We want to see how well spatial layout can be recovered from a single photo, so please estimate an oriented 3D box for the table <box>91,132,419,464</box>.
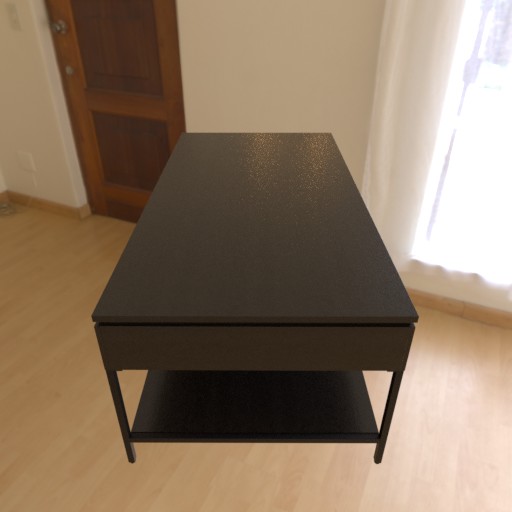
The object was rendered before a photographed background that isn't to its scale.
[{"bbox_3d":[0.000,0.000,1.354,0.574,0.435,1.095,0,32,0],"label":"table"}]
